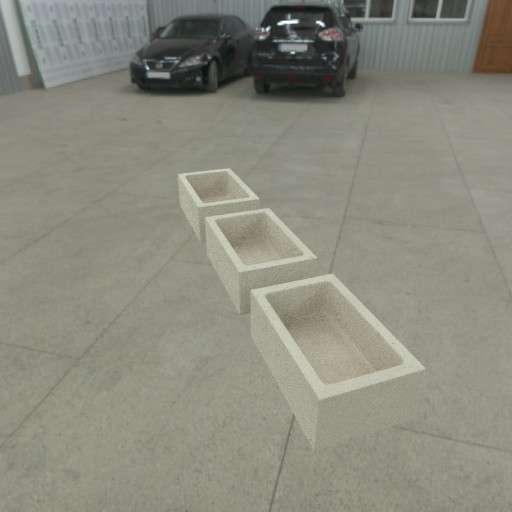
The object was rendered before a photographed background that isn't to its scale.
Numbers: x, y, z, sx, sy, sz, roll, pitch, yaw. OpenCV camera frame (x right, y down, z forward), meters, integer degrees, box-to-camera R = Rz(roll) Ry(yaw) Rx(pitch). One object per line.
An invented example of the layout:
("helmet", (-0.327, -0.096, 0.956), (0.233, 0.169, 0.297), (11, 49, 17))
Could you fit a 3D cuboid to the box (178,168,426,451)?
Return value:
("box", (0.000, 0.000, 0.492), (0.082, 0.051, 0.461), (-10, 31, -17))
